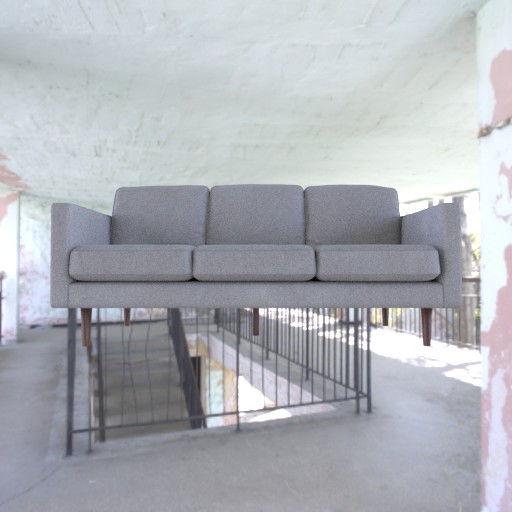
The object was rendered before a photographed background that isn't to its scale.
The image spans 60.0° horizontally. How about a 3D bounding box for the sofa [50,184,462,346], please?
[{"bbox_3d":[0.000,0.000,2.547,1.983,0.918,0.944,0,-1,0],"label":"sofa"}]
